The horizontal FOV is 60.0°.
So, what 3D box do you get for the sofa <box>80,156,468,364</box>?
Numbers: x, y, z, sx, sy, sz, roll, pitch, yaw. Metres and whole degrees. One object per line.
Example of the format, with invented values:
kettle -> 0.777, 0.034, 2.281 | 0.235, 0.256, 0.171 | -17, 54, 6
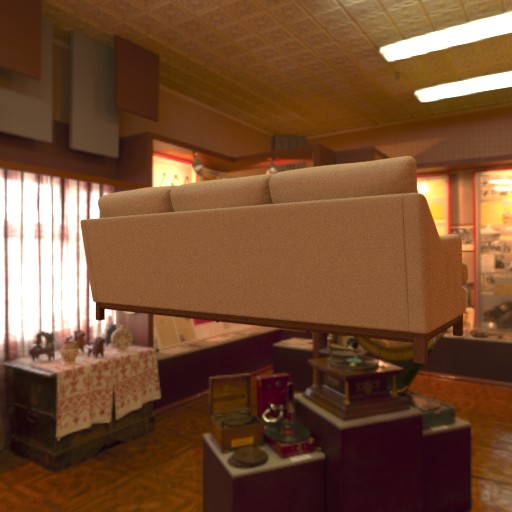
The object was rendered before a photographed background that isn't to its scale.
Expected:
sofa -> 0.000, 0.000, 2.820 | 2.321, 0.913, 1.000 | 0, 0, 35
